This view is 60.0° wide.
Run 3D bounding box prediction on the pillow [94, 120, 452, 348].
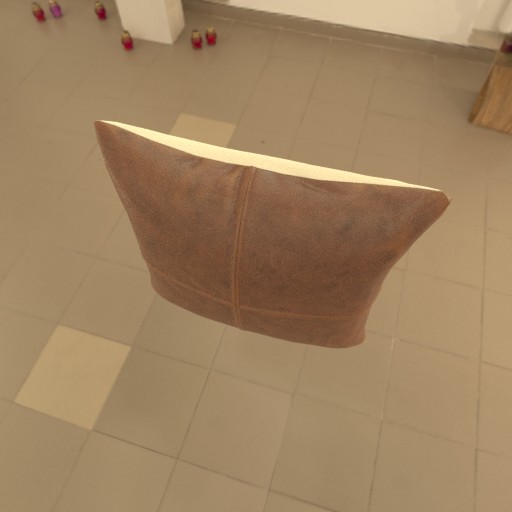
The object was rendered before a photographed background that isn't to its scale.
[{"bbox_3d":[0.000,0.000,0.751,0.484,0.470,0.192,14,59,9],"label":"pillow"}]
